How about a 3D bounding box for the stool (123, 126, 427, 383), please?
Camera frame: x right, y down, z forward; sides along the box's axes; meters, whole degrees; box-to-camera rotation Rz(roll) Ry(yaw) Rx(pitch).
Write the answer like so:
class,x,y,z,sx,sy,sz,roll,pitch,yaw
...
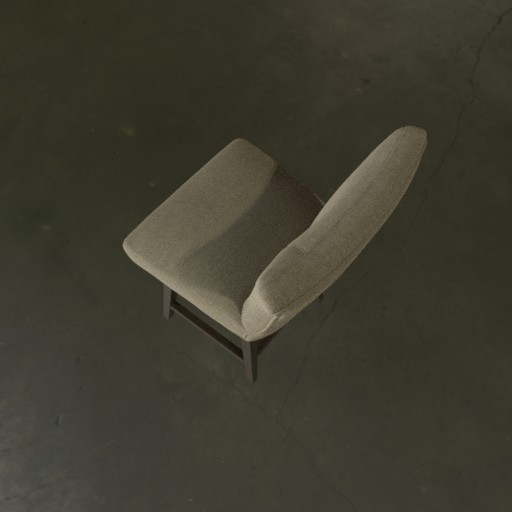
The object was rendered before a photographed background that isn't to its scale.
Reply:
class,x,y,z,sx,sy,sz,roll,pitch,yaw
stool,0.000,0.000,1.321,0.574,1.000,0.514,37,69,17
